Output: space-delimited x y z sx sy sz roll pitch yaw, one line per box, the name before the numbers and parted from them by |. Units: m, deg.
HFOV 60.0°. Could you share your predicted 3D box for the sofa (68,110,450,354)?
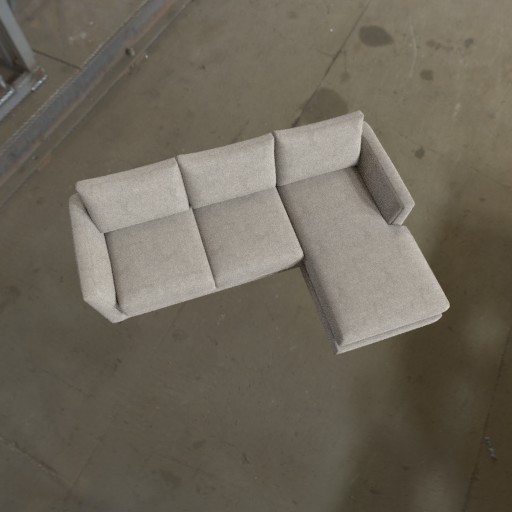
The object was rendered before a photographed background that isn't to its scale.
sofa | 0.000 0.000 3.269 2.438 0.864 1.626 -16 65 -8
